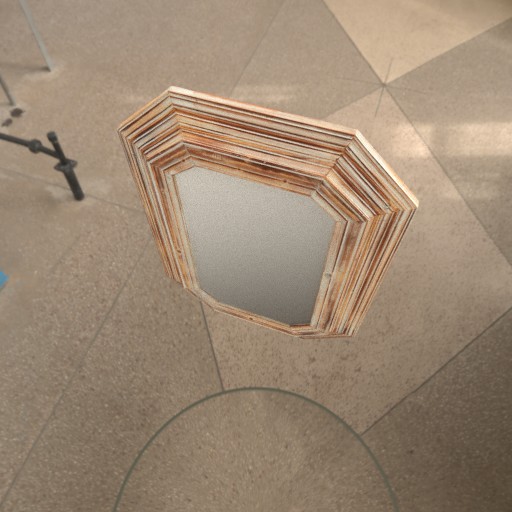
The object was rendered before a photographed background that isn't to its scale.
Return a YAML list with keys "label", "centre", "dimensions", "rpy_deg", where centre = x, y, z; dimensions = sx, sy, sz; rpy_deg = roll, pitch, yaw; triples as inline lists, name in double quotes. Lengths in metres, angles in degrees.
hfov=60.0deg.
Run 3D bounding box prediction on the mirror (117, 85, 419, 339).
- label: "mirror"
  centre: [0.000, 0.000, 1.286]
  dimensions: [0.709, 1.015, 0.061]
  rpy_deg: [17, 59, 10]
